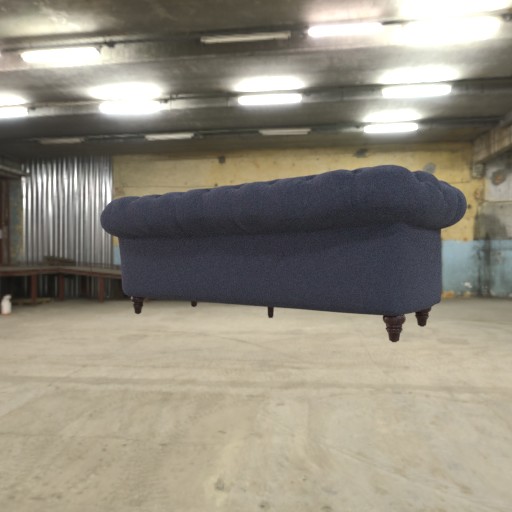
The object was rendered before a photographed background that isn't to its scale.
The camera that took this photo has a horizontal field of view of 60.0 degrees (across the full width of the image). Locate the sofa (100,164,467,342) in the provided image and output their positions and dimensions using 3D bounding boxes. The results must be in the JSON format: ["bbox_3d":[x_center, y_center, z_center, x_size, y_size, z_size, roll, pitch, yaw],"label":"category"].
[{"bbox_3d":[0.000,0.000,2.831,2.335,0.836,1.046,0,0,35],"label":"sofa"}]
